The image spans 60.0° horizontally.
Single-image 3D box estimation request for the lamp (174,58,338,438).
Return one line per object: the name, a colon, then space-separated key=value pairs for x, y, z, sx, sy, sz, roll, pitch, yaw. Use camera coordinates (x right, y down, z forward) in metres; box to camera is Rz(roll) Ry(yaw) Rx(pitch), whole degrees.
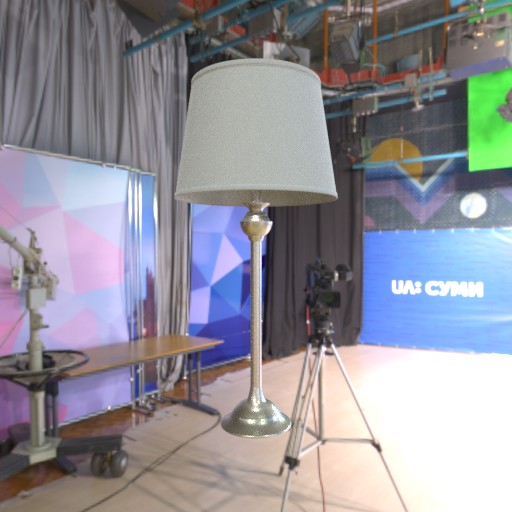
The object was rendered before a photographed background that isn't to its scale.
lamp: x=0.000 y=0.000 z=0.915 sx=0.331 sy=0.698 sz=0.331 roll=0 pitch=1 yaw=0
